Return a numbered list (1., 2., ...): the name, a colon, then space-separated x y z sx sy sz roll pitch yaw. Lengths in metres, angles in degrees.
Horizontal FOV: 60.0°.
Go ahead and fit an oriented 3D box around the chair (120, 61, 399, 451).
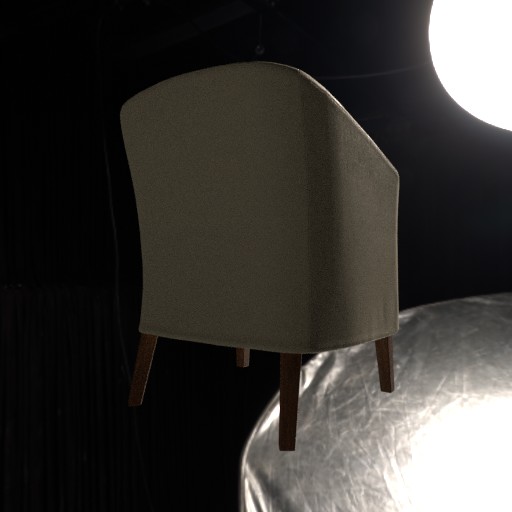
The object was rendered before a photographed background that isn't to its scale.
1. chair: 0.000 0.000 1.276 0.643 0.822 0.657 -1 -1 36
